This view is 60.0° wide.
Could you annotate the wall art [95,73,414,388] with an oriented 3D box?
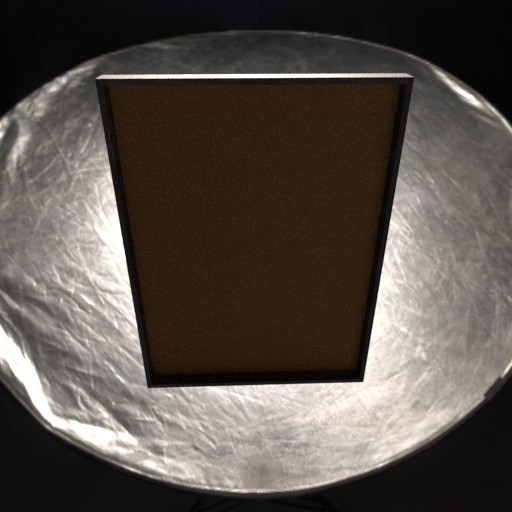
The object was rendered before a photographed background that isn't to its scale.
[{"bbox_3d":[0.000,0.000,1.337,0.762,1.016,0.063,-1,30,-2],"label":"wall art"}]
